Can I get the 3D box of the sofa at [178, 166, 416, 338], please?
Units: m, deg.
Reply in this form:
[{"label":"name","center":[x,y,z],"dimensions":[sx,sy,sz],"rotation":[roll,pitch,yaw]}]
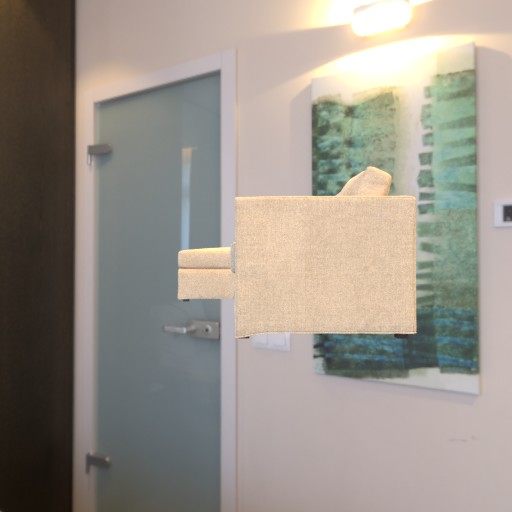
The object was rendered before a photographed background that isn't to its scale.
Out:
[{"label":"sofa","center":[0.000,0.000,3.829],"dimensions":[1.650,0.922,3.205],"rotation":[0,-1,0]}]
